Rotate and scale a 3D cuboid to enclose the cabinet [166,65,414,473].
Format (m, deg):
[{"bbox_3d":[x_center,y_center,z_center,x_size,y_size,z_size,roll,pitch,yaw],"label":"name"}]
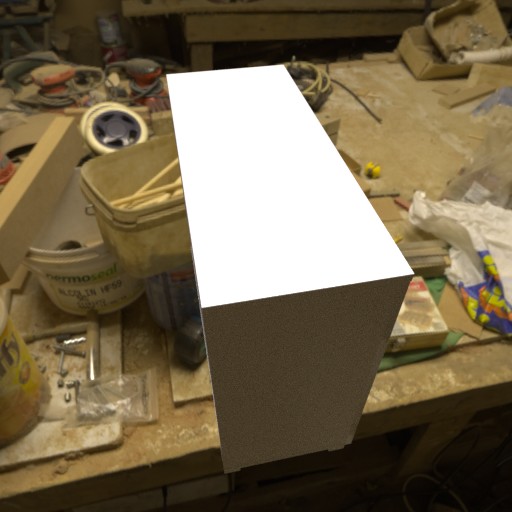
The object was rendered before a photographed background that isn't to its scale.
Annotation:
[{"bbox_3d":[0.000,0.000,1.430,0.400,0.800,1.000,-8,45,-8],"label":"cabinet"}]
